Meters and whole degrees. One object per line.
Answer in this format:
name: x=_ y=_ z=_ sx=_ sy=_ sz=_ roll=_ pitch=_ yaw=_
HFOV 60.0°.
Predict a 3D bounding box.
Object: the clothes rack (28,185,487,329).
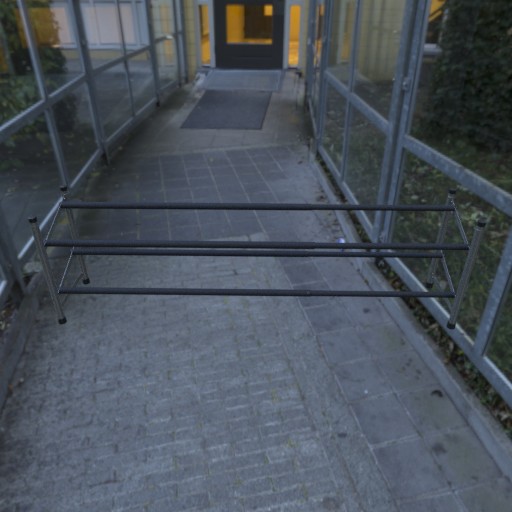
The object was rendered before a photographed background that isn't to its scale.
clothes rack: x=0.000 y=0.000 z=1.304 sx=1.168 sy=0.349 sz=0.229 roll=1 pitch=32 yaw=1
